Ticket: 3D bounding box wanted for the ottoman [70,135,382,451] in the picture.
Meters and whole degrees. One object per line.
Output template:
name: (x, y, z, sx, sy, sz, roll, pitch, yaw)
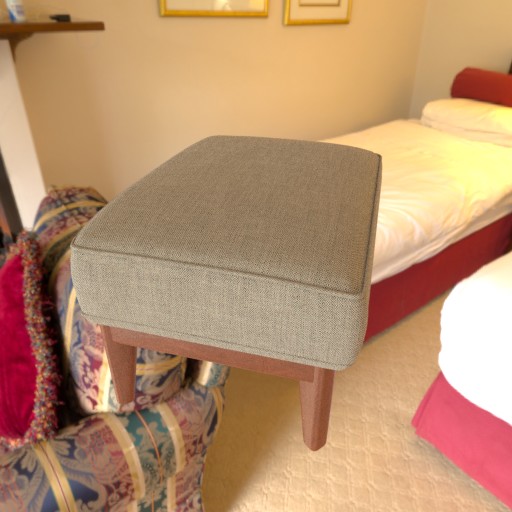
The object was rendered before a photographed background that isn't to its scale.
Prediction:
ottoman: (0.000, 0.000, 1.097, 0.555, 0.458, 0.750, 8, 31, 14)
